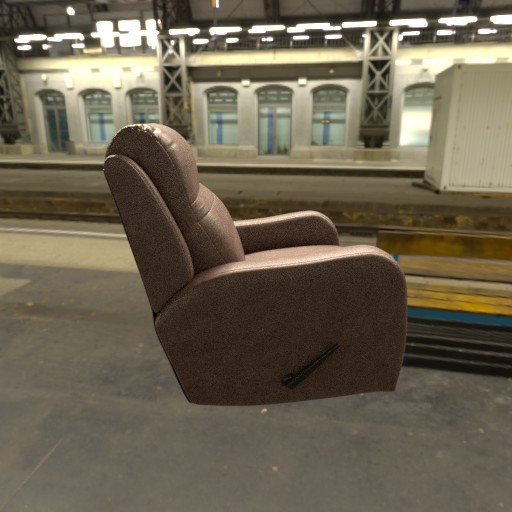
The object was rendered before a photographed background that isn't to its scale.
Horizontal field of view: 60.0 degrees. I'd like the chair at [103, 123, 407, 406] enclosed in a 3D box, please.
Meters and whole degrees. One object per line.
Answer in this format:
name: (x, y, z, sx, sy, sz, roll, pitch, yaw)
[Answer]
chair: (0.000, 0.000, 1.857, 1.067, 1.067, 0.865, -3, 17, -9)
